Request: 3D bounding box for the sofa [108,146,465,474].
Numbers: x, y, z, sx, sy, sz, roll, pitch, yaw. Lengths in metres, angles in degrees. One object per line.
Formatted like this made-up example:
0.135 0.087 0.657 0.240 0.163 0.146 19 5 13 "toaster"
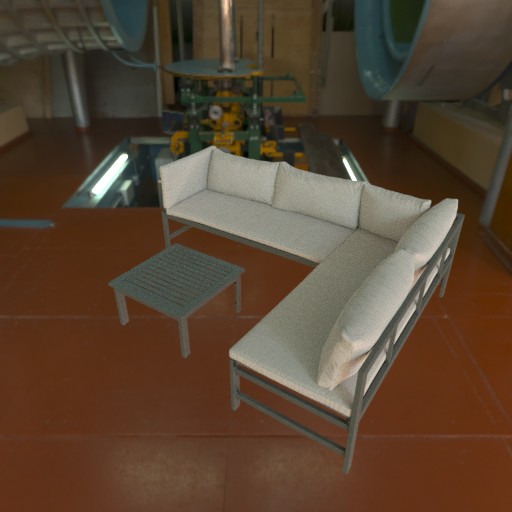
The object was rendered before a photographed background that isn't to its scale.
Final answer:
0.000 0.000 2.873 2.096 0.758 1.658 19 36 29 "sofa"
